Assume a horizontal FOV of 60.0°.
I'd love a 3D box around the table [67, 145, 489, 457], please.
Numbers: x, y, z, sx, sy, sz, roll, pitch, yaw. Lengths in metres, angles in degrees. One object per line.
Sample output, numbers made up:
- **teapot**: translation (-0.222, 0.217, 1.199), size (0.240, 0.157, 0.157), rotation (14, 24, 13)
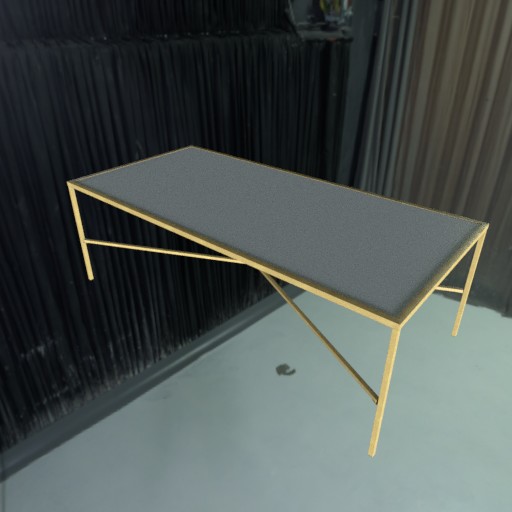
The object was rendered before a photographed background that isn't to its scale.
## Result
- **table**: translation (0.000, 0.000, 1.475), size (1.206, 0.398, 0.580), rotation (23, 37, 34)
